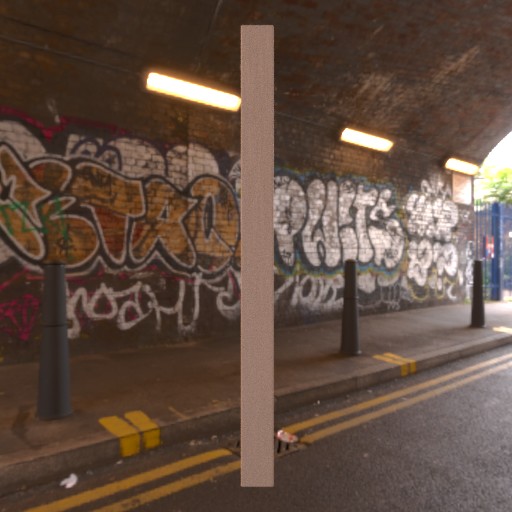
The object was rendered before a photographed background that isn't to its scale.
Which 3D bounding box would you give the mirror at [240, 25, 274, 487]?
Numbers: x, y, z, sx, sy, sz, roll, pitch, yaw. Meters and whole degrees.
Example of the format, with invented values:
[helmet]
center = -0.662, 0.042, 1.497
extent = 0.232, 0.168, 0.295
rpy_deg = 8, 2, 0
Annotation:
[mirror]
center = 0.000, 0.000, 0.690
extent = 0.041, 0.508, 0.405
rpy_deg = 0, 0, 0
